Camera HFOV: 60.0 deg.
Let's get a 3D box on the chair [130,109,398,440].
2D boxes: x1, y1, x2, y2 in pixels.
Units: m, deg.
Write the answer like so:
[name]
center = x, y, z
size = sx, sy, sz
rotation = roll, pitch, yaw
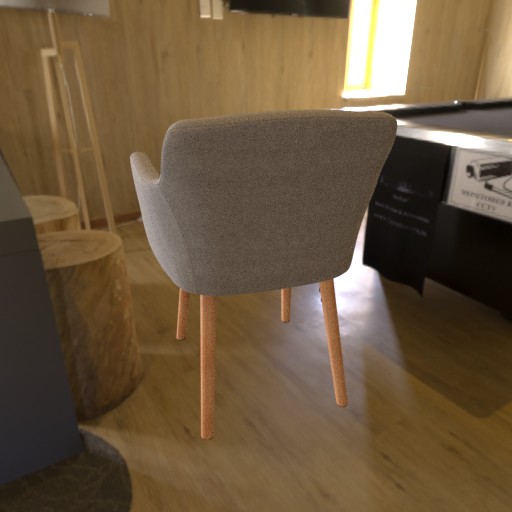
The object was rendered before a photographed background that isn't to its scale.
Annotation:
[chair]
center = 0.000, 0.000, 1.165
size = 0.570, 0.780, 0.540
rotation = -7, 25, -16
